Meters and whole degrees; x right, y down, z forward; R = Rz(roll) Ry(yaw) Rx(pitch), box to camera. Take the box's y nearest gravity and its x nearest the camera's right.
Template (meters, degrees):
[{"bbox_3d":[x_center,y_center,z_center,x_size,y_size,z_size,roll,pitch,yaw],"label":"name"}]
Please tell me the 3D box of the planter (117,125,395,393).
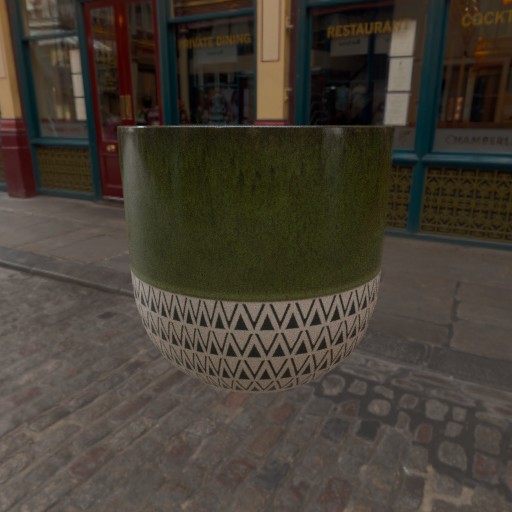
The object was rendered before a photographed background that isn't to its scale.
[{"bbox_3d":[0.000,0.000,0.479,0.266,0.270,0.266,0,16,0],"label":"planter"}]
